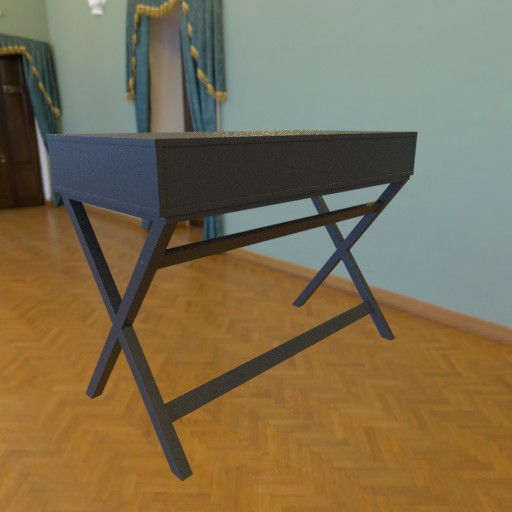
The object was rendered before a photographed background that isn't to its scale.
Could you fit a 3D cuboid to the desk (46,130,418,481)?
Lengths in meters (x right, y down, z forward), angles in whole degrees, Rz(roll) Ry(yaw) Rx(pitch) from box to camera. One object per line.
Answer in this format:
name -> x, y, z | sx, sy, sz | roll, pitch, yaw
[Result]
desk -> 0.000, 0.000, 1.457 | 0.525, 0.780, 1.057 | 16, 23, 42
